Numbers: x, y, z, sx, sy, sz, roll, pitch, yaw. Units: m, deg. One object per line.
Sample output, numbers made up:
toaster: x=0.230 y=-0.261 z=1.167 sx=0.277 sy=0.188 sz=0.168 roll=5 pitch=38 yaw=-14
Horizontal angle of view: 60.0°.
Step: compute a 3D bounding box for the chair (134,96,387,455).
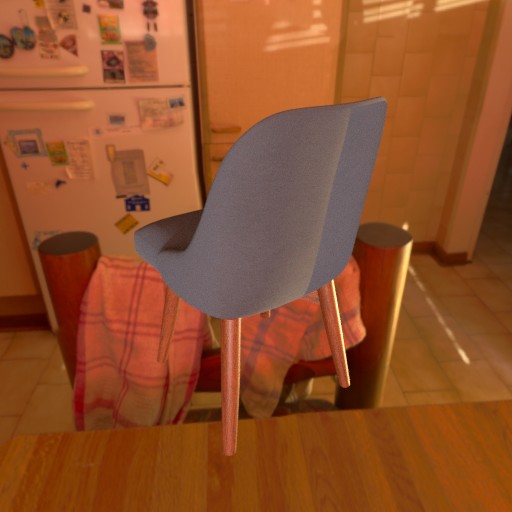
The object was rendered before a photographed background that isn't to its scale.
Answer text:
chair: x=0.000 y=0.000 z=1.202 sx=0.503 sy=0.882 sz=0.589 roll=-19 pitch=34 yaw=-30
